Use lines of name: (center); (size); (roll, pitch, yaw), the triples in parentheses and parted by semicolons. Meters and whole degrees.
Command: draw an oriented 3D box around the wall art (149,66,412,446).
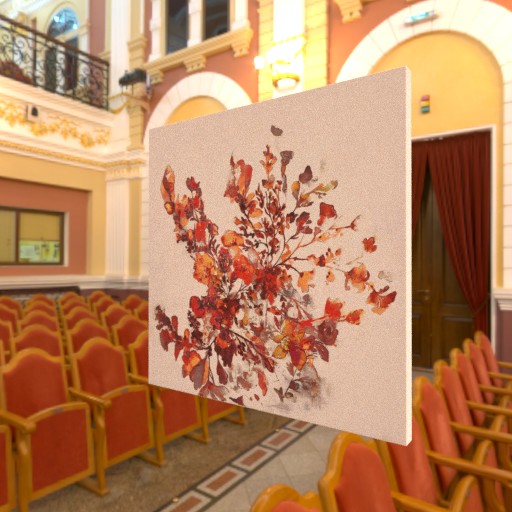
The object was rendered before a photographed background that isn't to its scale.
wall art: (0.000, 0.000, 1.113); (0.757, 0.757, 0.037); (0, 0, 35)
